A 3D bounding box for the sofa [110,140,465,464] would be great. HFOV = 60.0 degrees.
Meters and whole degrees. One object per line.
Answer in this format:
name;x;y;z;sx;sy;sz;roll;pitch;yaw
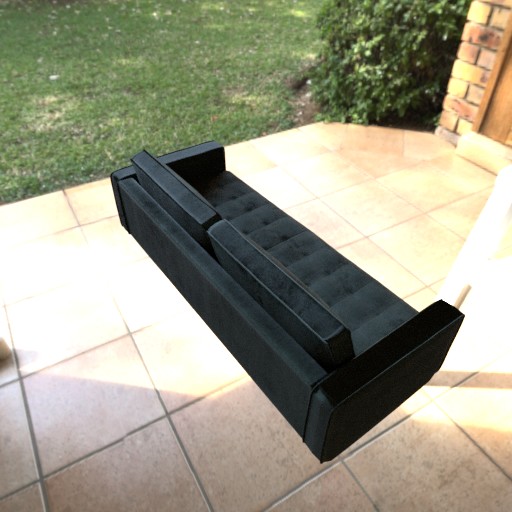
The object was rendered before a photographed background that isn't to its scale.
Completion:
sofa;0.000;0.000;2.656;0.886;0.781;2.214;-26;47;-27
